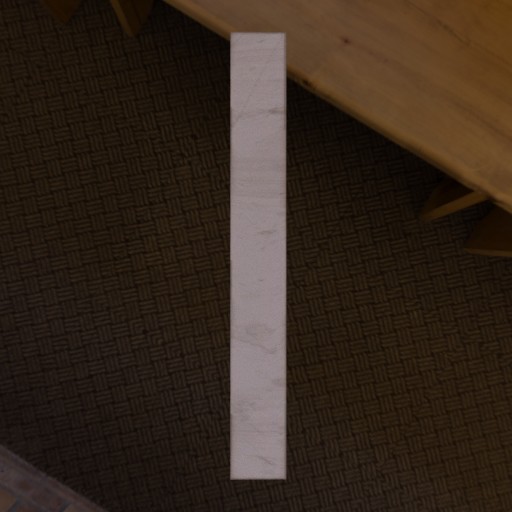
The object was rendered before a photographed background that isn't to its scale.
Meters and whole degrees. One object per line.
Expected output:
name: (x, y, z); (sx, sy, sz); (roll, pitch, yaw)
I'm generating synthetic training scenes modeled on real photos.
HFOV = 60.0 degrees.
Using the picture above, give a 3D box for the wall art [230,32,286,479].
wall art: (0.000, 0.000, 0.453); (0.038, 0.303, 0.305); (0, 90, -1)
